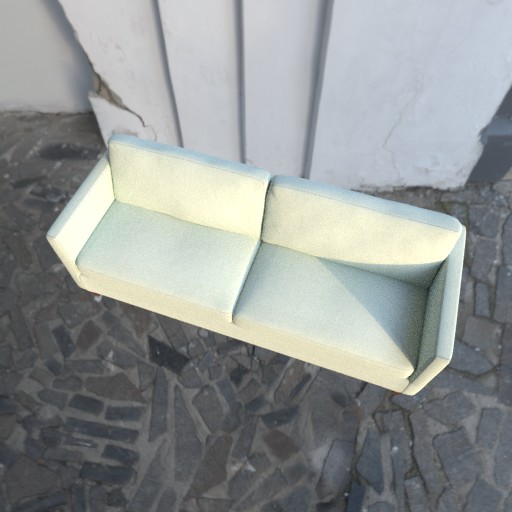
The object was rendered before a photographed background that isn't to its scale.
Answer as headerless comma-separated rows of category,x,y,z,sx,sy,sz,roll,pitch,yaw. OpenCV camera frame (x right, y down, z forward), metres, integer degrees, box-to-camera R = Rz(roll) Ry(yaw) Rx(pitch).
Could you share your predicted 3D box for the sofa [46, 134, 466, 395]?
sofa,0.000,0.000,2.919,2.434,0.965,0.948,16,59,10
